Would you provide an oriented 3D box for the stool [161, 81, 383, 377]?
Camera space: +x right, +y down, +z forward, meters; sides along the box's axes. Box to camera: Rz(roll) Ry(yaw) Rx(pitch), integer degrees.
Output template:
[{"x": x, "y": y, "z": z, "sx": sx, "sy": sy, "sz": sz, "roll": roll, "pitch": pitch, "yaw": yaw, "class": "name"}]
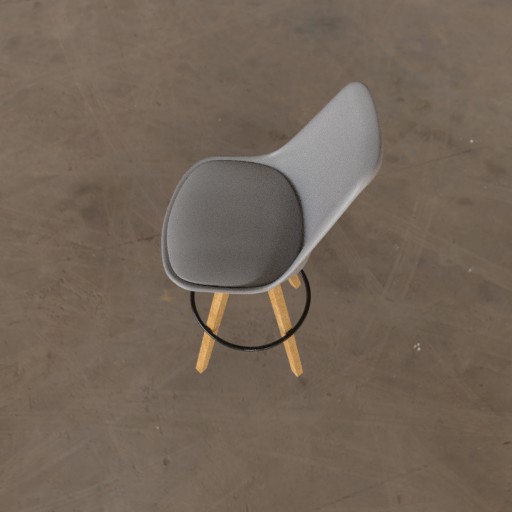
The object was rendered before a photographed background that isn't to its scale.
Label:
[{"x": 0.000, "y": 0.000, "z": 1.430, "sx": 0.550, "sy": 1.115, "sz": 0.485, "roll": 2, "pitch": 58, "yaw": 1, "class": "stool"}]
